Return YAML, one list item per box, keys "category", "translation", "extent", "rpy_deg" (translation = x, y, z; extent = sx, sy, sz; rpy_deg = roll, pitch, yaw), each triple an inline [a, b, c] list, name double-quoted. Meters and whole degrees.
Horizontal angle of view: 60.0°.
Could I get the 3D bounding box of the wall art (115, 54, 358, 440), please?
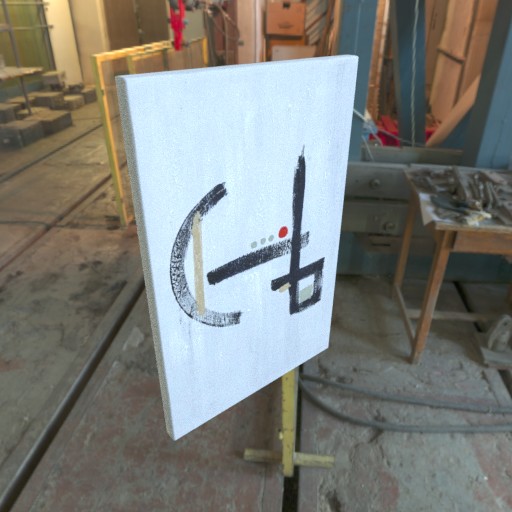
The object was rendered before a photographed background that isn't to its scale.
- category: "wall art"
  translation: [0.000, 0.000, 1.146]
  extent: [0.602, 0.916, 0.048]
  rpy_deg: [-22, 36, -33]
